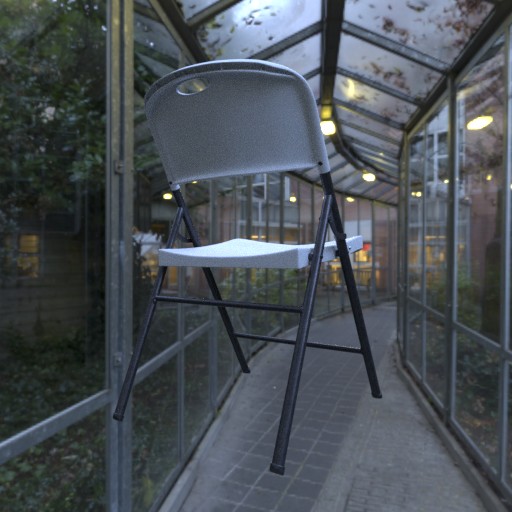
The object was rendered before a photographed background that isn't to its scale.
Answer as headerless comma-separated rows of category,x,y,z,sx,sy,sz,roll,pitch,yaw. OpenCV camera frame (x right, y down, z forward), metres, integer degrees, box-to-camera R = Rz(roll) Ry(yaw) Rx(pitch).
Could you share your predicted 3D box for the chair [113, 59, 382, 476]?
chair,0.000,0.000,1.172,0.494,0.810,0.566,0,0,35
